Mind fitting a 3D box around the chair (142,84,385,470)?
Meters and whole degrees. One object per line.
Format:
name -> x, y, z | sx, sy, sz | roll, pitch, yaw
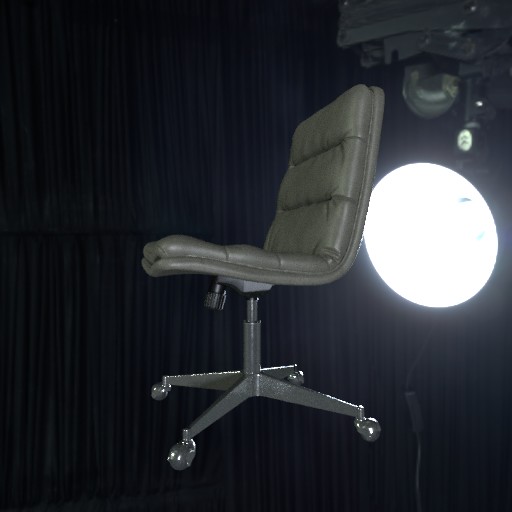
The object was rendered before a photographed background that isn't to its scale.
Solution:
chair -> 0.000, 0.000, 1.010 | 0.485, 0.738, 0.422 | 0, 1, -18
